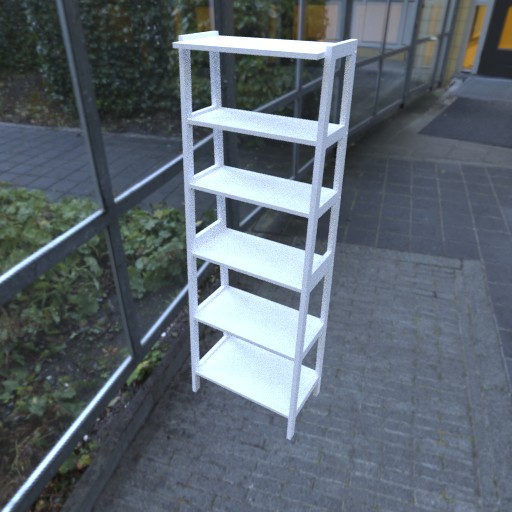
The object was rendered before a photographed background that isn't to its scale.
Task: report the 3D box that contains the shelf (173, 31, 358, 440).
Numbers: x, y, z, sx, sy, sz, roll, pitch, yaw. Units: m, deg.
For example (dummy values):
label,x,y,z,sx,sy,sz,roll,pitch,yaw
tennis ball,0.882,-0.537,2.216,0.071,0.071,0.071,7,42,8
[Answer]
label,x,y,z,sx,sy,sz,roll,pitch,yaw
shelf,0.000,0.000,2.143,0.660,1.892,0.381,17,36,26
